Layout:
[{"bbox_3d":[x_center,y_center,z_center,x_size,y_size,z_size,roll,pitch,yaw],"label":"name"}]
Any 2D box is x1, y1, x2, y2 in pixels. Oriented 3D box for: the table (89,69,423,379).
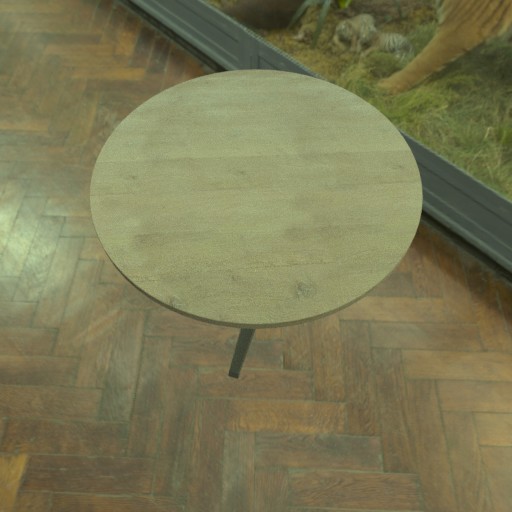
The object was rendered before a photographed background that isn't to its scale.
[{"bbox_3d":[0.000,0.000,1.415,0.800,0.780,0.800,0,58,0],"label":"table"}]
